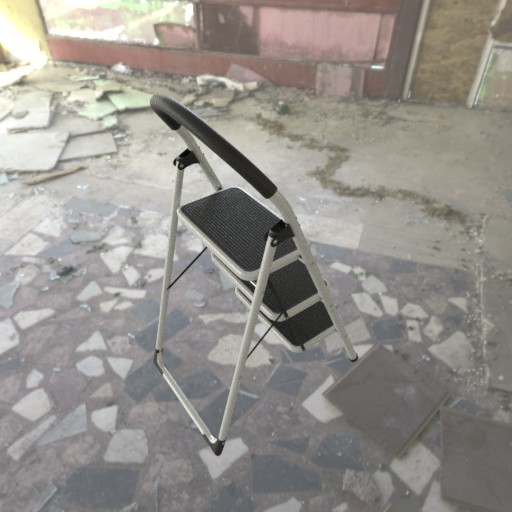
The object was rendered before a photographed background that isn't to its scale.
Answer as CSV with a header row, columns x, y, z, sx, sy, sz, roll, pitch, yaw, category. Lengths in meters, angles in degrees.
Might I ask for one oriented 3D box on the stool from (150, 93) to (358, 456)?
x,y,z,sx,sy,sz,roll,pitch,yaw,category
0.000,0.000,1.418,0.676,1.109,0.485,-26,47,-27,stool
